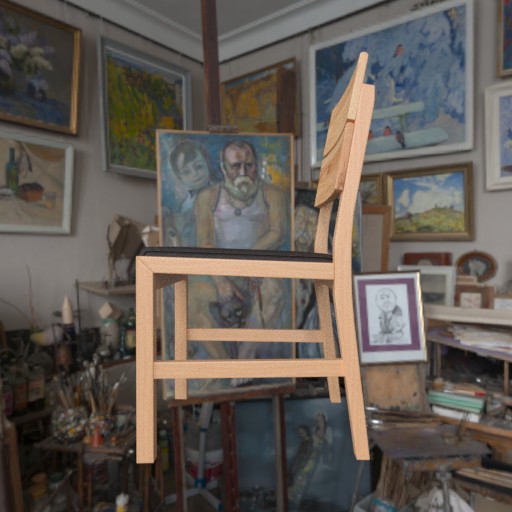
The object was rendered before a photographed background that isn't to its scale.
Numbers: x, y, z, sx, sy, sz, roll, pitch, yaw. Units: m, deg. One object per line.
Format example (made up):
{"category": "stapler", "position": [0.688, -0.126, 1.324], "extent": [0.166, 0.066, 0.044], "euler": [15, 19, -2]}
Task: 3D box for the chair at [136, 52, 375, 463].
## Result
{"category": "chair", "position": [0.000, 0.000, 1.247], "extent": [0.560, 0.950, 0.475], "euler": [0, 1, 1]}
